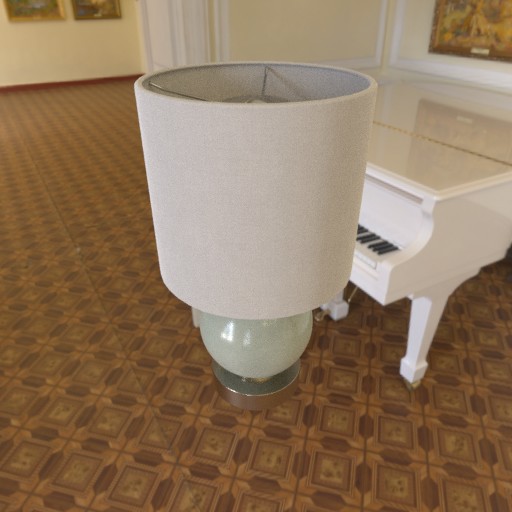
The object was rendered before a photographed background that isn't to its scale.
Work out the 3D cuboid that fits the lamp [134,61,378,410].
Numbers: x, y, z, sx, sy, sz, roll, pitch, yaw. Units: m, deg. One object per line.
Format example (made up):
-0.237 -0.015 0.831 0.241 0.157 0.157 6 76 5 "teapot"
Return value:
0.000 0.000 0.466 0.201 0.353 0.201 -9 33 -15 "lamp"
